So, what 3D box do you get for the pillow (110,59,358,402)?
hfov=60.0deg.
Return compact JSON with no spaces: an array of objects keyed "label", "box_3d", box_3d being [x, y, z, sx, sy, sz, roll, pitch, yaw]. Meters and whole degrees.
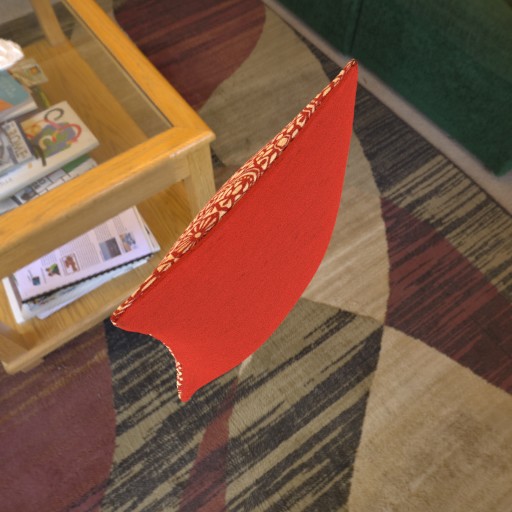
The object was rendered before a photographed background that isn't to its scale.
[{"label":"pillow","box_3d":[0.000,0.000,0.667,0.162,0.419,0.438,33,67,16]}]
